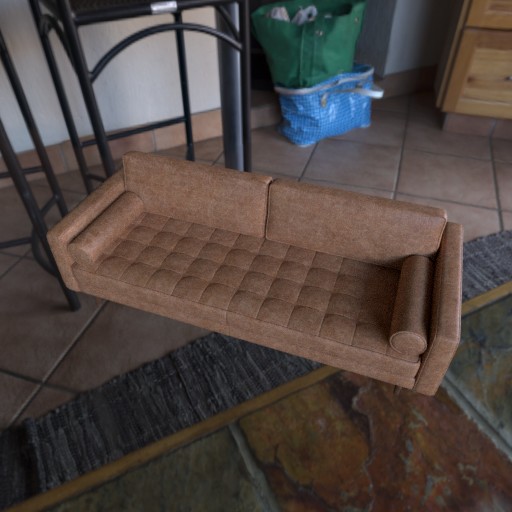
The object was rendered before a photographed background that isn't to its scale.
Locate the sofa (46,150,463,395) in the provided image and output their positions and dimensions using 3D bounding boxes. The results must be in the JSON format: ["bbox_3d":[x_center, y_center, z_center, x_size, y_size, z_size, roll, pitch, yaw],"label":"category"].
[{"bbox_3d":[0.000,0.000,2.602,2.200,0.770,0.919,14,43,15],"label":"sofa"}]
